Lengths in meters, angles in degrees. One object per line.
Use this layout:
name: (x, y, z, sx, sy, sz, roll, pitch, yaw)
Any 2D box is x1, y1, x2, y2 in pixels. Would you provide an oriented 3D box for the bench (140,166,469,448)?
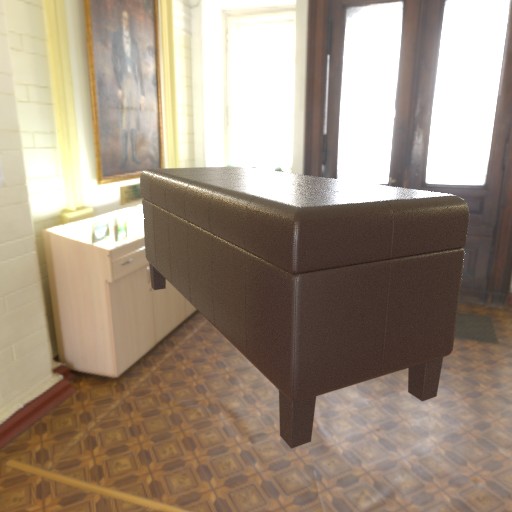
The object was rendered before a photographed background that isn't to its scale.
bench: (0.000, 0.000, 1.317, 0.429, 0.457, 1.092, -8, 17, -26)
